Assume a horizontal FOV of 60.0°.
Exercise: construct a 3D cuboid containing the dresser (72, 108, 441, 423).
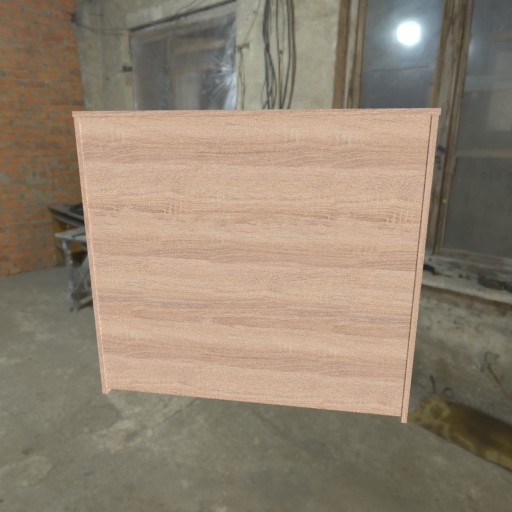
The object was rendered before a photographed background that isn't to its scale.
[{"bbox_3d":[0.000,0.000,1.462,0.980,0.900,0.380,2,16,9],"label":"dresser"}]
